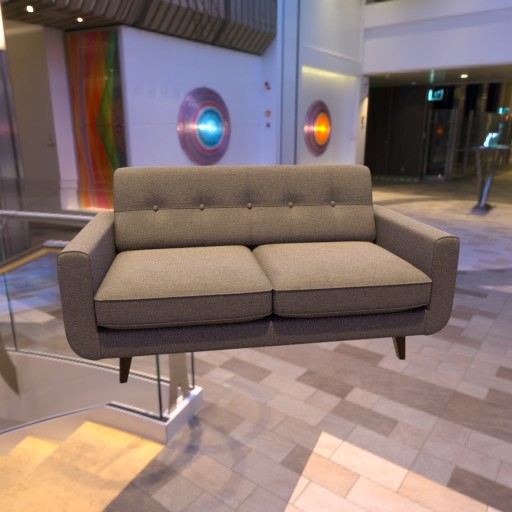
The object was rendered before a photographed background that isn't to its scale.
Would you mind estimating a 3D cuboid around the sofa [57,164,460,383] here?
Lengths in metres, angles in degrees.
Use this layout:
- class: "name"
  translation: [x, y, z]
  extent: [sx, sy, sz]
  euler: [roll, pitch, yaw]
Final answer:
- class: "sofa"
  translation: [0.000, 0.000, 2.193]
  extent: [1.631, 0.841, 0.909]
  euler: [-2, 16, -9]
